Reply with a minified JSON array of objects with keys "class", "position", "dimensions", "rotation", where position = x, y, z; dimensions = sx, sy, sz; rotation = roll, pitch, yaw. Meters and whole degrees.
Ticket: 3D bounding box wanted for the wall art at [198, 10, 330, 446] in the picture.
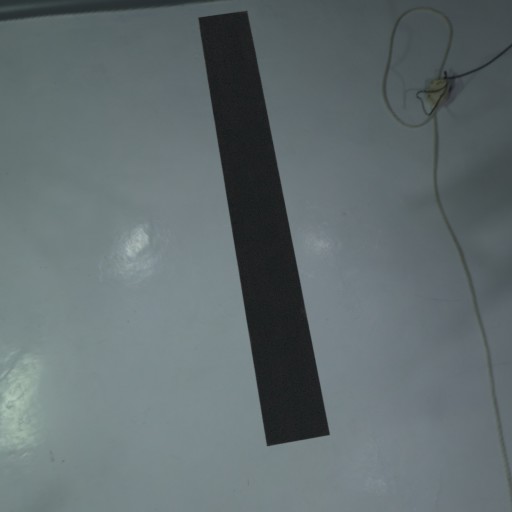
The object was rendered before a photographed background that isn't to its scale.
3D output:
[{"class":"wall art","position":[0.000,0.000,0.446],"dimensions":[0.038,0.305,0.305],"rotation":[-9,76,-2]}]
